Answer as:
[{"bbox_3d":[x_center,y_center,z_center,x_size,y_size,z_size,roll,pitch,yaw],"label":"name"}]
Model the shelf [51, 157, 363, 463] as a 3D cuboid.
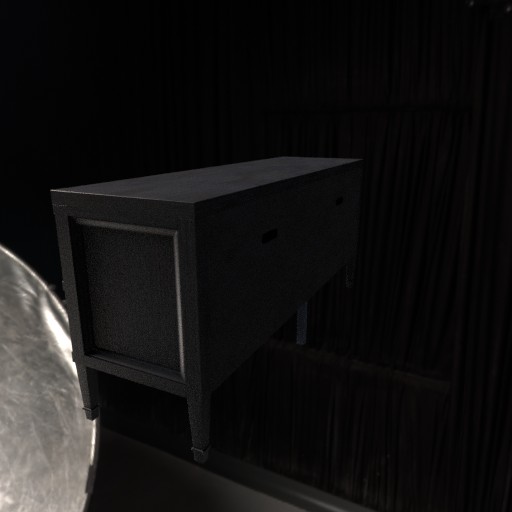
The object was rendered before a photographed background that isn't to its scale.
[{"bbox_3d":[0.000,0.000,1.869,0.479,0.719,1.575,8,18,25],"label":"shelf"}]
